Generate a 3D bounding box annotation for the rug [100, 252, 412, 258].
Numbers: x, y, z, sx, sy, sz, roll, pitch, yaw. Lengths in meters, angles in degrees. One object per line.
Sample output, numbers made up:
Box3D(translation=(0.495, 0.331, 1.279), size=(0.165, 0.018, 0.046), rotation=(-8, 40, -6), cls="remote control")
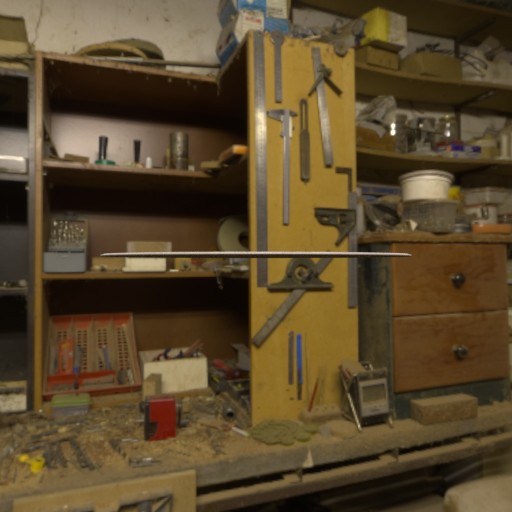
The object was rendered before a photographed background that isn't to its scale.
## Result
Box3D(translation=(0.000, 0.000, 2.404), size=(1.593, 0.012, 1.593), rotation=(0, -1, 0), cls="rug")
